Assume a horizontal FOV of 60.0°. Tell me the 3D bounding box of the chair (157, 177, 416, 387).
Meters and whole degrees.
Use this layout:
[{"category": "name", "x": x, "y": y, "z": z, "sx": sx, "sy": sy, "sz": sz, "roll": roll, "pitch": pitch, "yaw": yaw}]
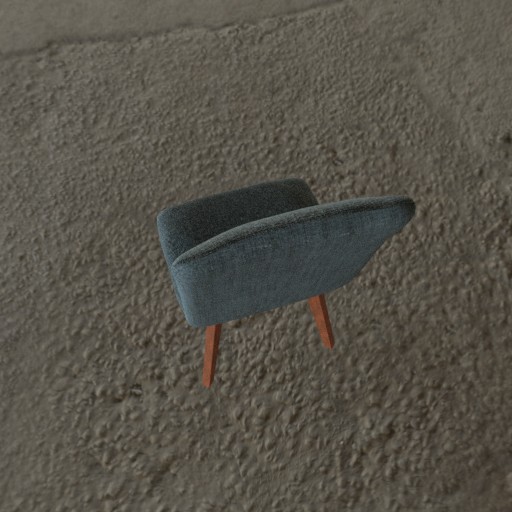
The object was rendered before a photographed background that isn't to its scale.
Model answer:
[{"category": "chair", "x": 0.000, "y": 0.000, "z": 1.311, "sx": 0.522, "sy": 0.974, "sz": 0.563, "roll": -15, "pitch": 60, "yaw": -9}]
